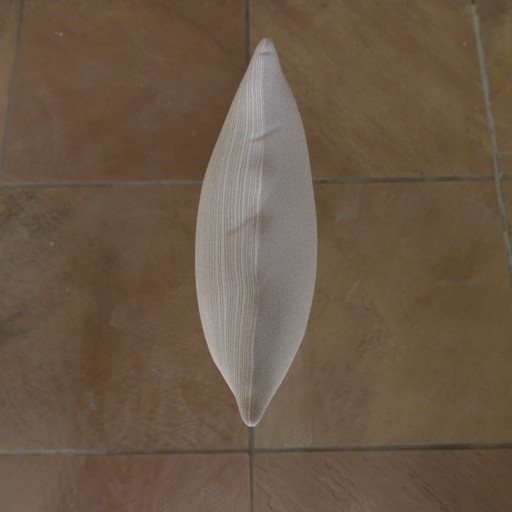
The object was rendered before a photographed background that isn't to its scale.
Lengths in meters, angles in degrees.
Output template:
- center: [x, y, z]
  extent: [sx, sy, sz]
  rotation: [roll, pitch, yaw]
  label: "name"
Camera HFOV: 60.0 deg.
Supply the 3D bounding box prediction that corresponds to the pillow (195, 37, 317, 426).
- center: [0.000, 0.000, 0.791]
  extent: [0.204, 0.497, 0.512]
  rotation: [2, 76, 1]
  label: "pillow"
